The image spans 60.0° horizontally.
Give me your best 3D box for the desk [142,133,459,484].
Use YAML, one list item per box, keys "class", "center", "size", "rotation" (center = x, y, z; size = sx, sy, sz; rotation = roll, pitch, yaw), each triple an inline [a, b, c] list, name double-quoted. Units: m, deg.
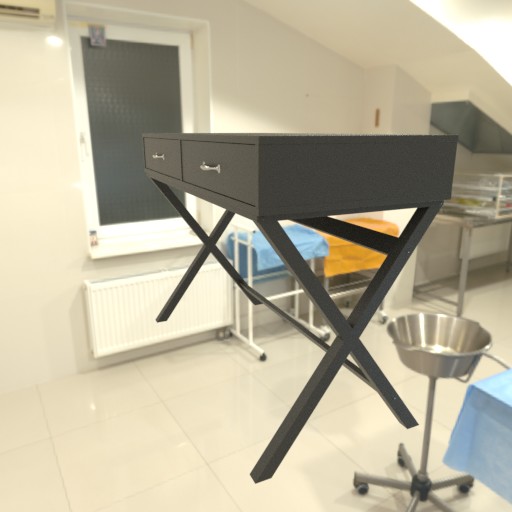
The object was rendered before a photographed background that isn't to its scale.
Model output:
- class: "desk"
  center: [0.000, 0.000, 1.468]
  size: [0.525, 0.780, 1.057]
  rotation: [-7, 17, -24]
